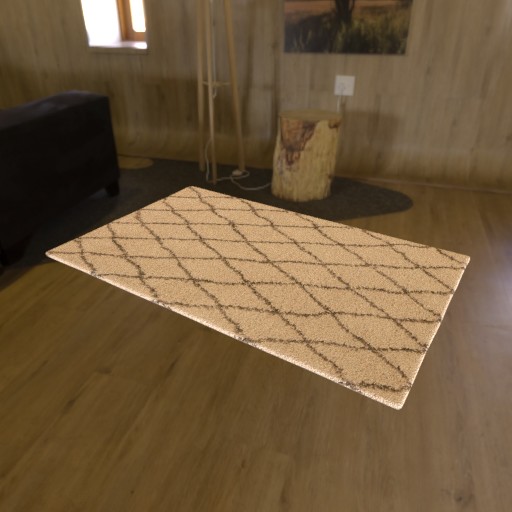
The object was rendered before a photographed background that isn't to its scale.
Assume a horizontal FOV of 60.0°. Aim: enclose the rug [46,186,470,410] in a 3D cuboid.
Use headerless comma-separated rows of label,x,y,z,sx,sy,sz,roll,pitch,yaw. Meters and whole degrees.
rug,0.000,0.000,2.989,2.438,0.030,1.524,18,34,28
